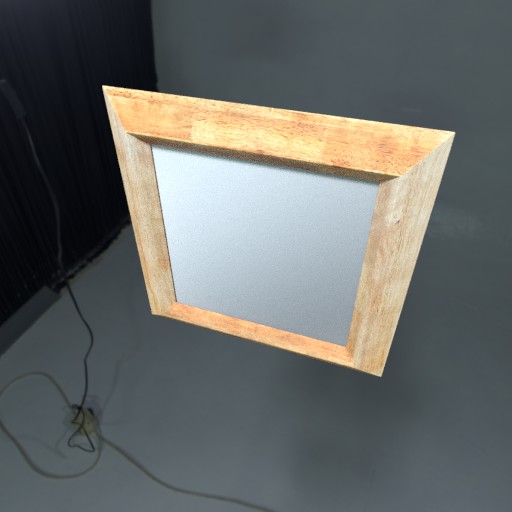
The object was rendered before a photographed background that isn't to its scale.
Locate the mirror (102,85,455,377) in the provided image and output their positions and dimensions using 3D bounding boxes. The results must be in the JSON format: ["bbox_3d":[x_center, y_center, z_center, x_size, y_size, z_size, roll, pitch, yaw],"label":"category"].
[{"bbox_3d":[0.000,0.000,0.973,0.651,0.651,0.047,13,41,15],"label":"mirror"}]
